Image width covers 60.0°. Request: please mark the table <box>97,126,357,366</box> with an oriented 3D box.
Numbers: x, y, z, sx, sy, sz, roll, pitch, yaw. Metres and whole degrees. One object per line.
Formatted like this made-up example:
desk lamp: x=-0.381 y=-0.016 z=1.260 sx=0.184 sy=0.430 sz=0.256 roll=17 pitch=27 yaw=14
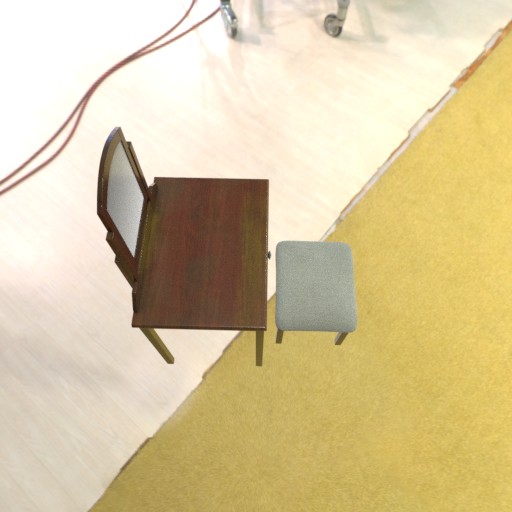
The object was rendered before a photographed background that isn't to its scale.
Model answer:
table: x=0.000 y=0.000 z=2.383 sx=1.211 sy=1.631 sz=0.876 roll=1 pitch=64 yaw=1
